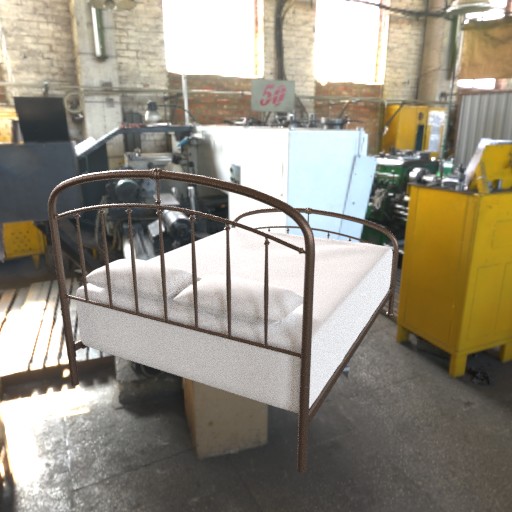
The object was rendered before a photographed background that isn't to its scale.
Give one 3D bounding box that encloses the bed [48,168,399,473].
[{"bbox_3d":[0.000,0.000,3.303,1.711,1.475,2.168,9,19,27],"label":"bed"}]
